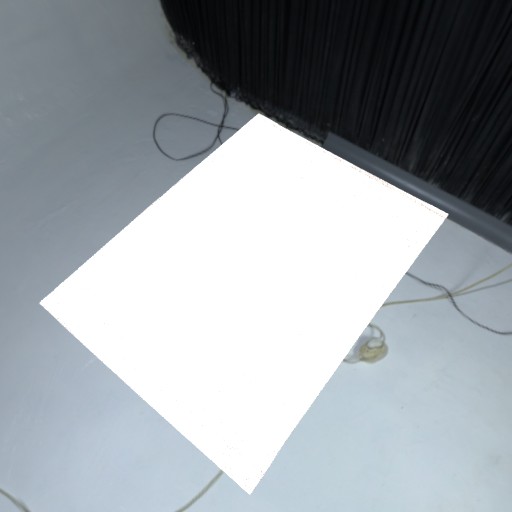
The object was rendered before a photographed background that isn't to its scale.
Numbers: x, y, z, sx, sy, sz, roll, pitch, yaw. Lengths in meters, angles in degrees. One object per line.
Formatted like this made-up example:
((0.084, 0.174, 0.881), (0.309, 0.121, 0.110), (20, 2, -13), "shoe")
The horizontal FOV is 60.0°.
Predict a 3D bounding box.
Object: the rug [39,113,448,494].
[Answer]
((0.000, 0.000, 4.974), (2.873, 0.053, 3.778), (34, 64, 19), "rug")
